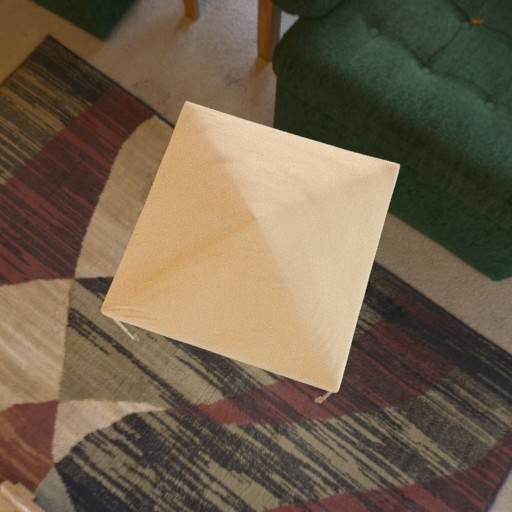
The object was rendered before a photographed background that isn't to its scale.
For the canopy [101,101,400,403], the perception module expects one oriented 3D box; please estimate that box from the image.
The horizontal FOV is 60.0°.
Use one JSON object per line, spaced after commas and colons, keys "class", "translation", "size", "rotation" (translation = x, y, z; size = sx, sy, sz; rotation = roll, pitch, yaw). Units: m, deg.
{"class": "canopy", "translation": [0.000, 0.000, 6.635], "size": [3.600, 3.600, 3.599], "rotation": [18, 78, 4]}
